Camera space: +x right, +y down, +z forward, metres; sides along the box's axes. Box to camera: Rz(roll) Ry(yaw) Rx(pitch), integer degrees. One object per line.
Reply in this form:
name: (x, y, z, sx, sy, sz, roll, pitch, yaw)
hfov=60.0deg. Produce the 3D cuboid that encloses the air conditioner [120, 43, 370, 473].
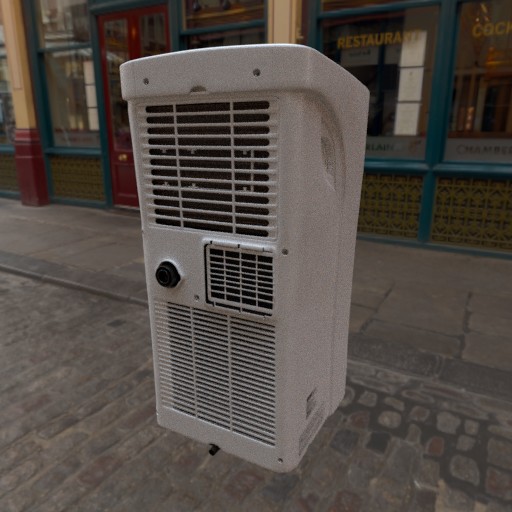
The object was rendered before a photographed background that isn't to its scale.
air conditioner: (0.000, 0.000, 0.891, 0.352, 0.716, 0.369, 8, 17, 28)
